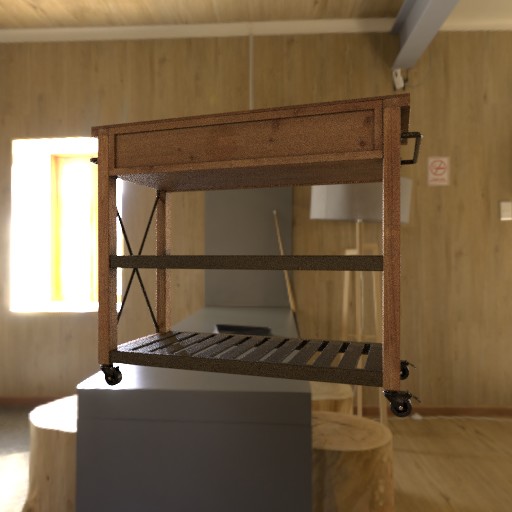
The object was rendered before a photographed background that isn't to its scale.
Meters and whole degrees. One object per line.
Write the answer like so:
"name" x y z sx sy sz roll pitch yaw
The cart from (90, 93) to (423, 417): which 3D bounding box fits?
"cart" 0.000 0.000 0.991 0.686 0.554 0.298 0 0 18
